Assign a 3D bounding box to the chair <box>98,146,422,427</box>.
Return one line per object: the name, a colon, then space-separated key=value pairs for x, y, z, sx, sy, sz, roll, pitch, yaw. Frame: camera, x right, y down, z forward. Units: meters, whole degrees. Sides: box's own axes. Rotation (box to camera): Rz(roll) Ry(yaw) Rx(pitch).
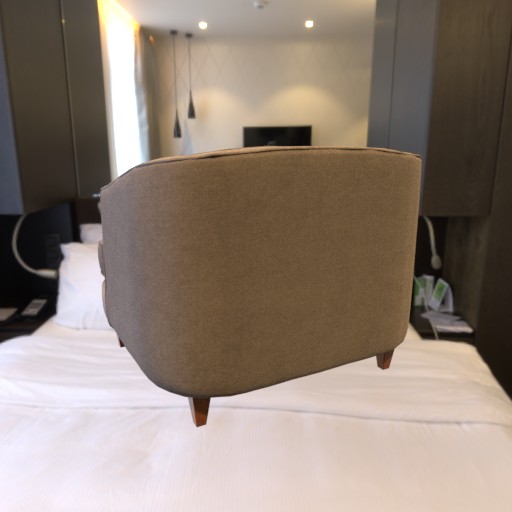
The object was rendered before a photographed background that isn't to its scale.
chair: x=0.000 y=0.000 z=1.789 sx=1.104 sy=0.852 sz=0.941 roll=-7 pitch=15 yaw=-28
